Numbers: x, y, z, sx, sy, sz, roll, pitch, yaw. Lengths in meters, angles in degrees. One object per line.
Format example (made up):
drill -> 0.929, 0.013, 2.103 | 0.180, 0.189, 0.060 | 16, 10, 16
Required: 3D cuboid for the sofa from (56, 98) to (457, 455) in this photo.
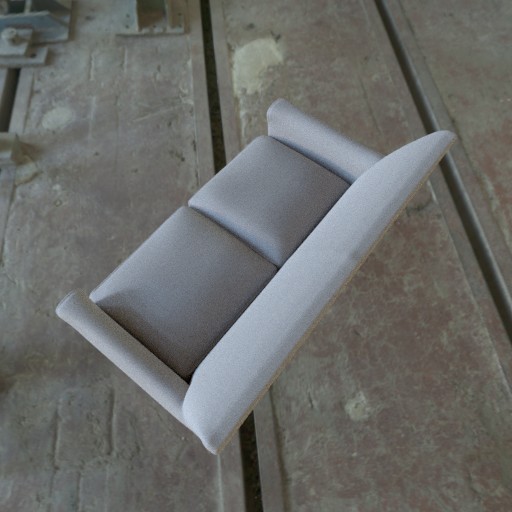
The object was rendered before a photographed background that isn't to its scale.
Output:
sofa -> 0.000, 0.000, 1.991 | 0.888, 0.890, 1.482 | 35, 67, 17
